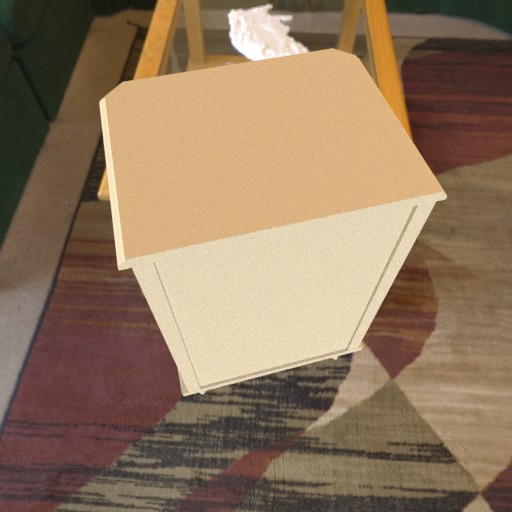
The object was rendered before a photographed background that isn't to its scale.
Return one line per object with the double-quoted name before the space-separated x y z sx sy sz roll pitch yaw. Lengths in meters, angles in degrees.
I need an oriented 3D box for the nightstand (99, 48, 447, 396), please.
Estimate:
"nightstand" 0.000 0.000 0.927 0.435 0.681 0.351 -13 58 -8
